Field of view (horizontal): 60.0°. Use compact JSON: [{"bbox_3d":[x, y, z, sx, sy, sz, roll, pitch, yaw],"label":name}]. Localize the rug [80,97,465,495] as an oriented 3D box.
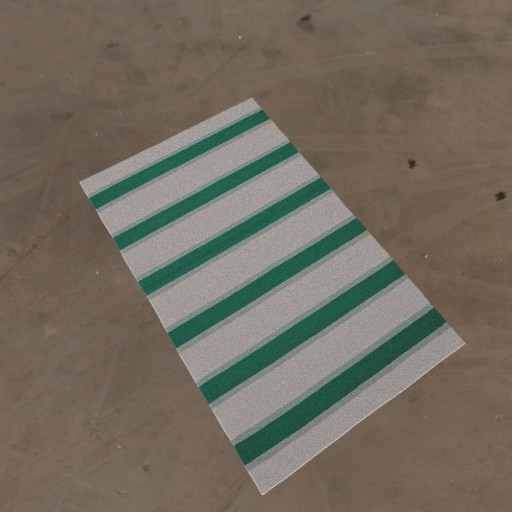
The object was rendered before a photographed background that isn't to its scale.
[{"bbox_3d":[0.000,0.000,3.009,1.521,0.015,2.436,-31,68,-14],"label":"rug"}]
